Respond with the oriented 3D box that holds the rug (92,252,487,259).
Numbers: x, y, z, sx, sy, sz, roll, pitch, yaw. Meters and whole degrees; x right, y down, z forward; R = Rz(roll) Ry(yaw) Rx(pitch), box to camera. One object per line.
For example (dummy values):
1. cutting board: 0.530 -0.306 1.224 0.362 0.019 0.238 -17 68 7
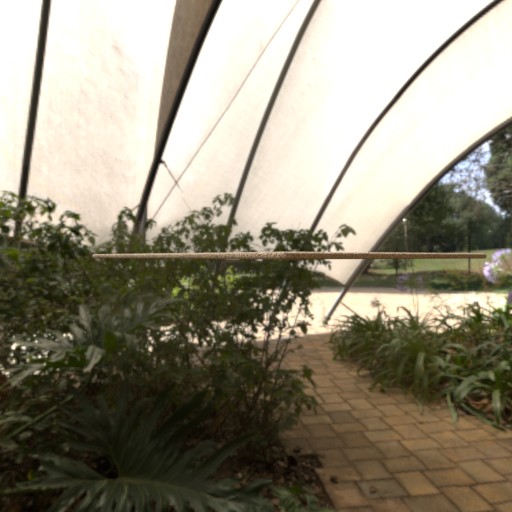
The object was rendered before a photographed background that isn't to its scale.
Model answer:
1. rug: 0.000 0.000 3.079 1.524 0.030 2.438 0 0 -36
